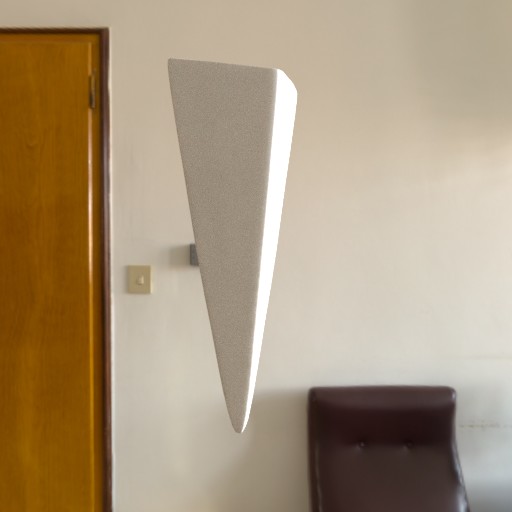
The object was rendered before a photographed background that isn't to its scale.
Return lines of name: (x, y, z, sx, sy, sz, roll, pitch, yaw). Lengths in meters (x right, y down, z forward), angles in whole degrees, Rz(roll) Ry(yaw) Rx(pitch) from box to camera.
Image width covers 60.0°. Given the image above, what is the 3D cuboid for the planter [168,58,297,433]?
planter: (0.000, 0.000, 0.397, 0.143, 0.338, 0.065, -1, 1, -35)
